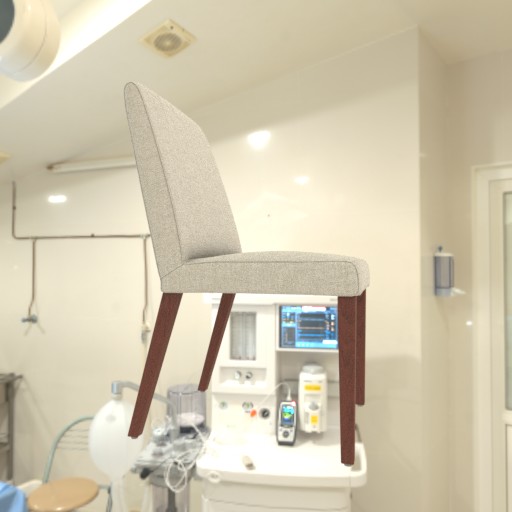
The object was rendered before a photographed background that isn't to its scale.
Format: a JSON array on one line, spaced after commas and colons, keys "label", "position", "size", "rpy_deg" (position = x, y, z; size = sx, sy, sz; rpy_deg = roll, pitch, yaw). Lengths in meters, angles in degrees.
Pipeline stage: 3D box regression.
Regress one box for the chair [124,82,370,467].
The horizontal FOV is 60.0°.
[{"label": "chair", "position": [0.000, 0.000, 1.226], "size": [0.594, 0.900, 0.480], "rpy_deg": [0, -1, 17]}]
